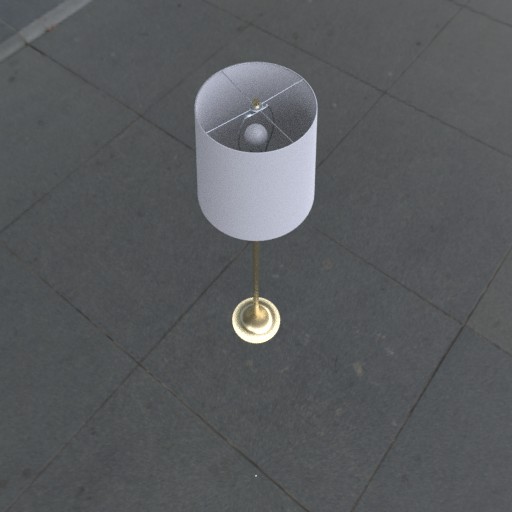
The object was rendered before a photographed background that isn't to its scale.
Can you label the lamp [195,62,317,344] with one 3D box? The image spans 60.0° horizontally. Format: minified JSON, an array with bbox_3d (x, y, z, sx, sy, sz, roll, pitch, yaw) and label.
[{"bbox_3d":[0.000,0.000,1.670,0.337,1.543,0.337,0,64,0],"label":"lamp"}]
